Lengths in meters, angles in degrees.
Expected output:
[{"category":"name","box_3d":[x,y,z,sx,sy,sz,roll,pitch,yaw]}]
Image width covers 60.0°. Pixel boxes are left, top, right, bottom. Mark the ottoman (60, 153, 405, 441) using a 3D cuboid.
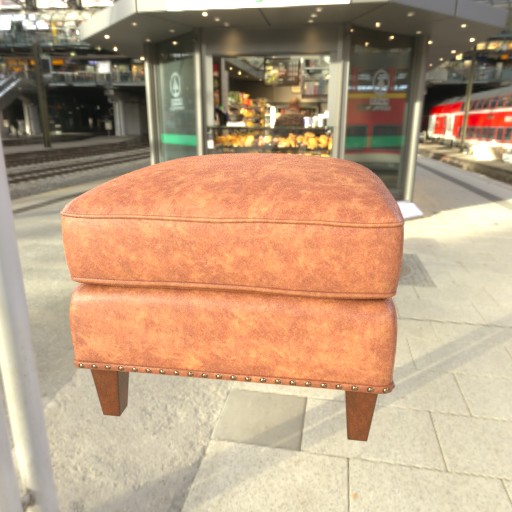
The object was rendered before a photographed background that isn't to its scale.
[{"category":"ottoman","box_3d":[0.000,0.000,1.093,0.586,0.486,0.742,3,17,8]}]
